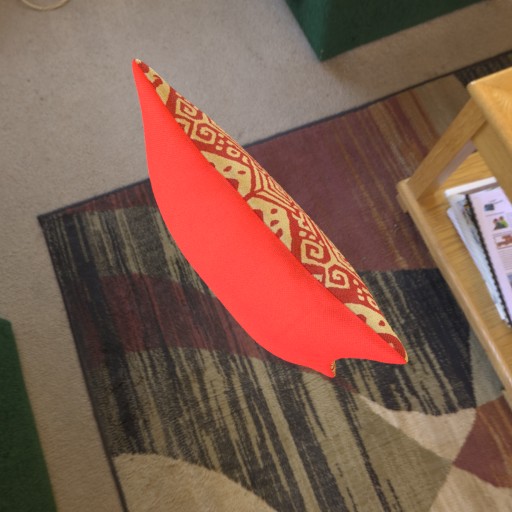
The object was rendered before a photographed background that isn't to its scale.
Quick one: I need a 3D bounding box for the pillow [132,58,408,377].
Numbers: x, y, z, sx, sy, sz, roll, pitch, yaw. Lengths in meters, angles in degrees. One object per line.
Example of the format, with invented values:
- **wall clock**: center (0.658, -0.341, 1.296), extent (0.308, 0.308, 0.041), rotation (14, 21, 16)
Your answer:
- **pillow**: center (0.000, 0.000, 0.780), extent (0.192, 0.507, 0.522), rotation (-39, 77, -11)
